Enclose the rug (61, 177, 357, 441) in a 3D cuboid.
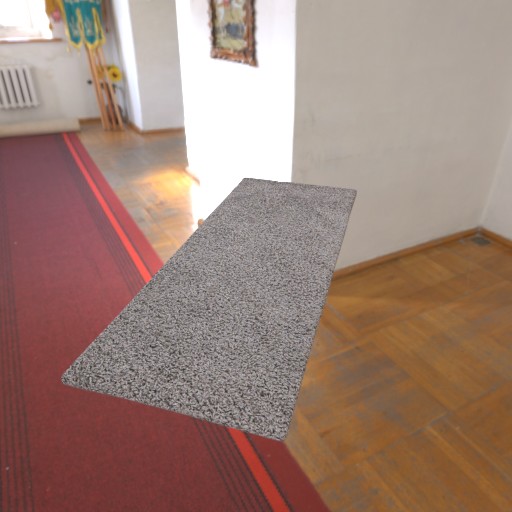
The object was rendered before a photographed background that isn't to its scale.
[{"bbox_3d":[0.000,0.000,1.709,0.609,0.030,1.524,9,32,15],"label":"rug"}]
